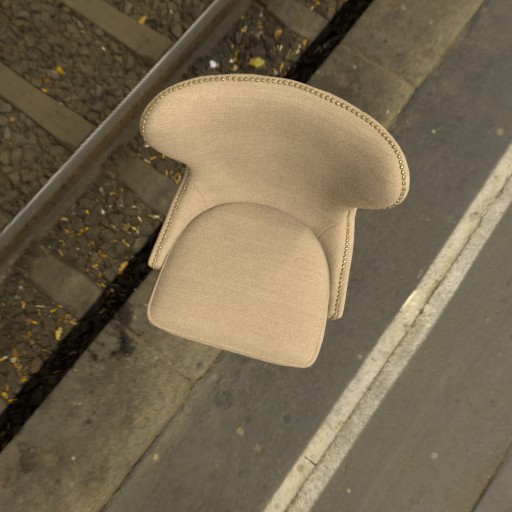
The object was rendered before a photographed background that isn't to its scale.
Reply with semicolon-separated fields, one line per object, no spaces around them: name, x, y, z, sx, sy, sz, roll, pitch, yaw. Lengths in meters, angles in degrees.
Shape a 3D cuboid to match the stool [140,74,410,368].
stool;0.000;0.000;1.366;0.615;0.972;0.597;15;77;4
